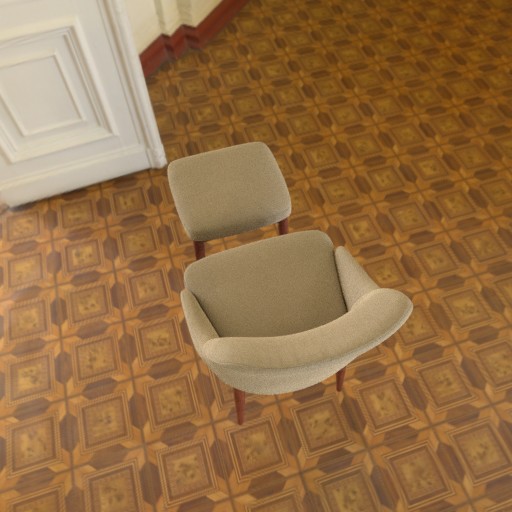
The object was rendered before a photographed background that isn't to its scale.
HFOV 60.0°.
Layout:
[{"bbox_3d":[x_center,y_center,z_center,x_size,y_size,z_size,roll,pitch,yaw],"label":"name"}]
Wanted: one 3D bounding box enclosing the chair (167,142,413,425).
[{"bbox_3d":[0.000,0.000,1.574,0.584,0.866,1.114,-15,59,-10],"label":"chair"}]
